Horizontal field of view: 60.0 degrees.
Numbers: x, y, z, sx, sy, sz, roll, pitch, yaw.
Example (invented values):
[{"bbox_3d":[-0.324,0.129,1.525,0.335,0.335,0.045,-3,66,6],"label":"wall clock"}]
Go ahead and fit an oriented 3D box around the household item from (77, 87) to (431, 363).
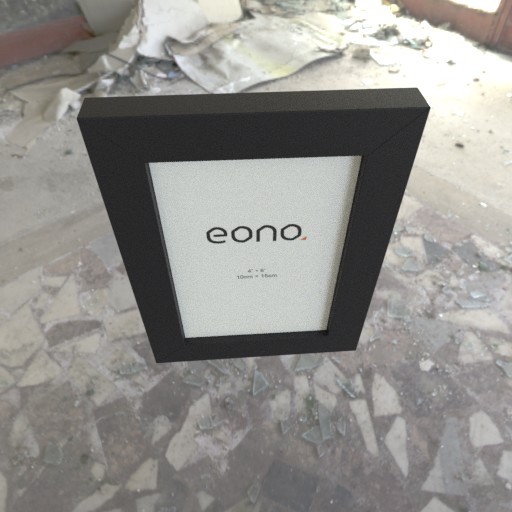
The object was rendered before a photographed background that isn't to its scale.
[{"bbox_3d":[0.000,0.000,0.237,0.133,0.178,0.022,-3,47,-3],"label":"household item"}]
